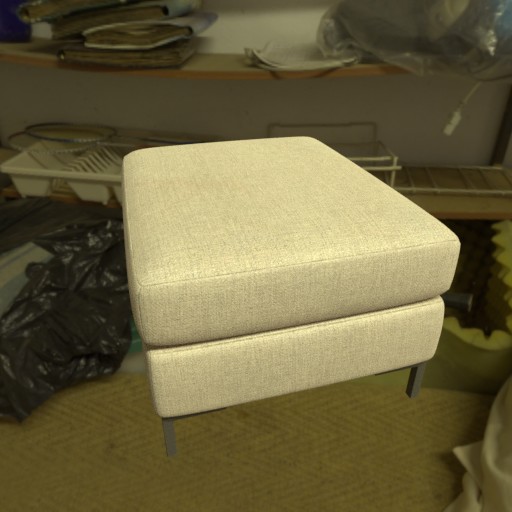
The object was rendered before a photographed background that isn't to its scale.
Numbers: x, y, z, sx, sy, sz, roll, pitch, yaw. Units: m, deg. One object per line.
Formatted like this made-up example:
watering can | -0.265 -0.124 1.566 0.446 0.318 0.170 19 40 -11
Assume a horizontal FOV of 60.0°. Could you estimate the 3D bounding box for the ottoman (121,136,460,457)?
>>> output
ottoman | 0.000 0.000 1.230 0.671 0.490 0.820 -8 31 -14
